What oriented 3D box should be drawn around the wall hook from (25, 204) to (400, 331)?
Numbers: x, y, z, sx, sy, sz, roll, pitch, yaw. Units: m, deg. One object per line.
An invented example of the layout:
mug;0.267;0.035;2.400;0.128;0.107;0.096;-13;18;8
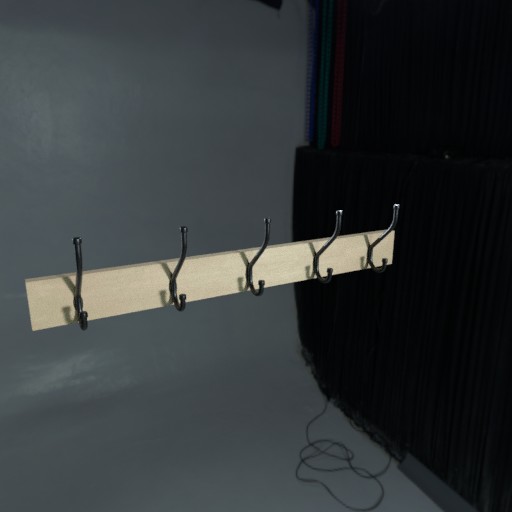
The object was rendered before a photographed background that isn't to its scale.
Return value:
wall hook;0.000;0.000;0.616;0.571;0.117;0.071;-8;17;-28
